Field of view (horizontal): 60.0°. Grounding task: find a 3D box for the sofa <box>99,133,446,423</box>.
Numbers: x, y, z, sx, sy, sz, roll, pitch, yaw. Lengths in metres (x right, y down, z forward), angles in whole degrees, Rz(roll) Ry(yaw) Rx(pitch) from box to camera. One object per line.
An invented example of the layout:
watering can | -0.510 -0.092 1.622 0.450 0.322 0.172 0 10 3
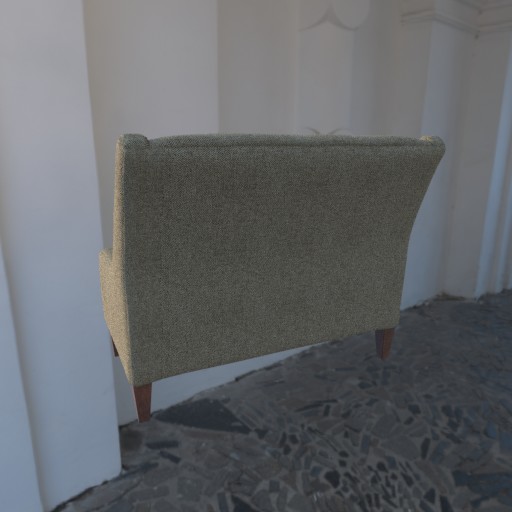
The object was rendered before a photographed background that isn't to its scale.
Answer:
sofa | 0.000 0.000 1.937 1.242 1.021 0.870 -7 16 -25
